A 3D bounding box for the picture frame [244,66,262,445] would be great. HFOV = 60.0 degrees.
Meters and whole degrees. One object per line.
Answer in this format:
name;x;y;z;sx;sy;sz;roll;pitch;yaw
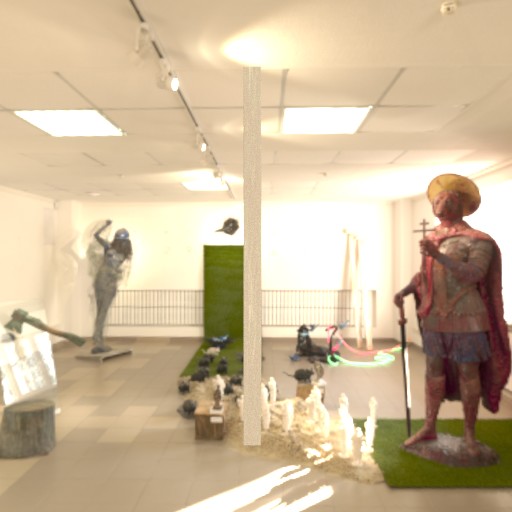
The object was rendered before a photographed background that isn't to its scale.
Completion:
picture frame;0.000;0.000;1.222;0.029;0.640;0.950;0;0;1
